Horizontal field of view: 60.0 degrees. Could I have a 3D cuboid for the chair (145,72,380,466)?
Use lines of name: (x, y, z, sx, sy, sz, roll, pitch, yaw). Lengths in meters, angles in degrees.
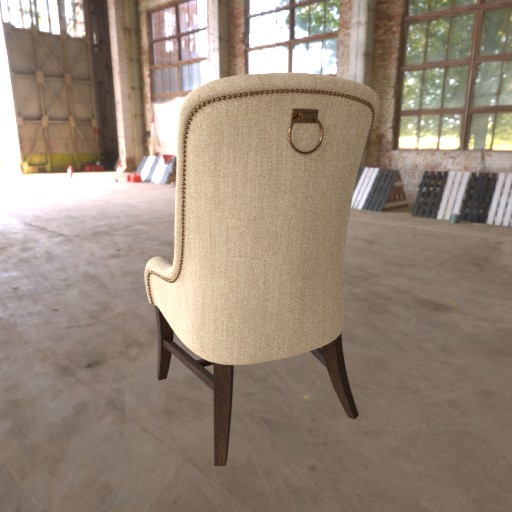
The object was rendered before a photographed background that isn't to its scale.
chair: (0.000, 0.000, 1.500, 0.634, 1.091, 0.629, -8, 17, -26)
